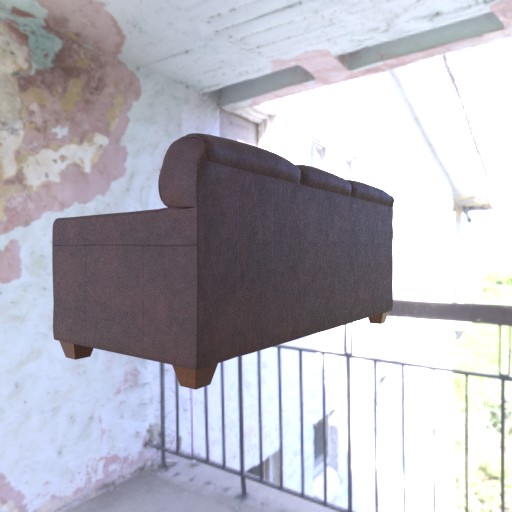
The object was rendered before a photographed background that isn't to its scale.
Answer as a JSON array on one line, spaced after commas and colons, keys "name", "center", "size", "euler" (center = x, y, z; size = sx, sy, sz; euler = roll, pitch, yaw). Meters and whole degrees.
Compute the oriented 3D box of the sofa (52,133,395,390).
[{"name": "sofa", "center": [0.000, 0.000, 2.620], "size": [1.008, 0.953, 2.039], "euler": [0, 0, 36]}]
